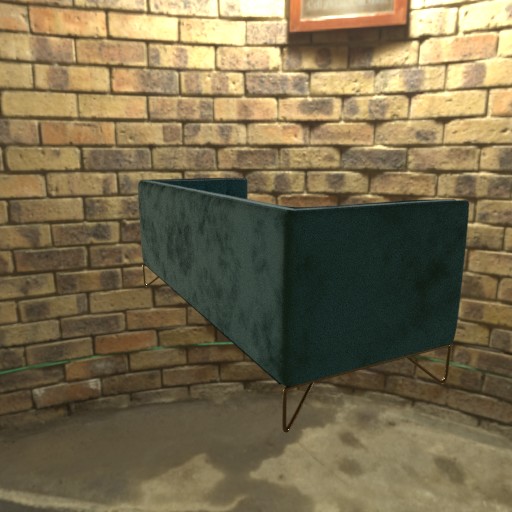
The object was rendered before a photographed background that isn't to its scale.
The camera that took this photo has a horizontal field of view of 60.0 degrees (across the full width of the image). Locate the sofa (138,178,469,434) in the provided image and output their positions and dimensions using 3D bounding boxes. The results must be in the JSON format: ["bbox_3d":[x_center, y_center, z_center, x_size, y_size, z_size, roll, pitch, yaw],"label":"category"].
[{"bbox_3d":[0.000,0.000,2.525,0.867,0.789,2.087,-6,14,-27],"label":"sofa"}]
